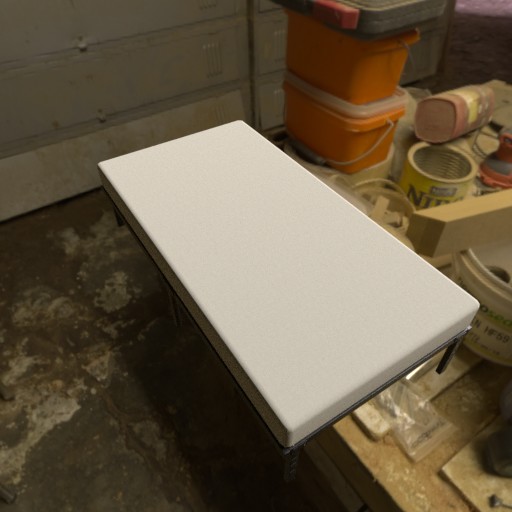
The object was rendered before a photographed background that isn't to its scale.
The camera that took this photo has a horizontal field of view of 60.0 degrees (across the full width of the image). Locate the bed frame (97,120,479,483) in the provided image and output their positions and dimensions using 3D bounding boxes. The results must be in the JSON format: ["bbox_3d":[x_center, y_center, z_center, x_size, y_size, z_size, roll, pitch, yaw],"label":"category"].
[{"bbox_3d":[0.000,0.000,3.248,1.393,0.680,2.635,-24,49,-23],"label":"bed frame"}]
